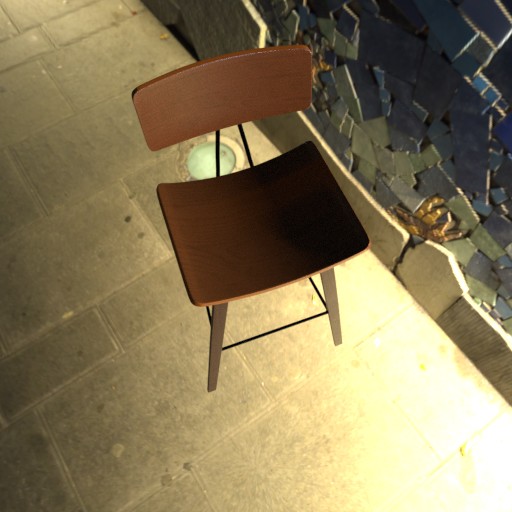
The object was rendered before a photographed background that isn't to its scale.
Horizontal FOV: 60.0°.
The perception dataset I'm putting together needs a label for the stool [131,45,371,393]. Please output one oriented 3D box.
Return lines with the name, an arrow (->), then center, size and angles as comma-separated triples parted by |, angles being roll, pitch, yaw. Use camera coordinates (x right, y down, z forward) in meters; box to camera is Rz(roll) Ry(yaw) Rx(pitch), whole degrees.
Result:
stool -> 0.000, 0.000, 1.223 | 0.509, 0.969, 0.440 | -18, 66, -8
